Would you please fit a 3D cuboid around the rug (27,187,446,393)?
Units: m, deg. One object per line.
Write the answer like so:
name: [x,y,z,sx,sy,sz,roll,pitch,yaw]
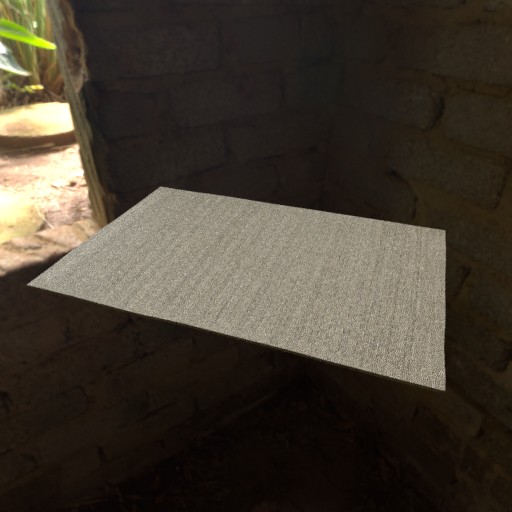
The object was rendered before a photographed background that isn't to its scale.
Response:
rug: [0.000,0.000,2.852,2.297,0.018,1.532,11,34,17]
